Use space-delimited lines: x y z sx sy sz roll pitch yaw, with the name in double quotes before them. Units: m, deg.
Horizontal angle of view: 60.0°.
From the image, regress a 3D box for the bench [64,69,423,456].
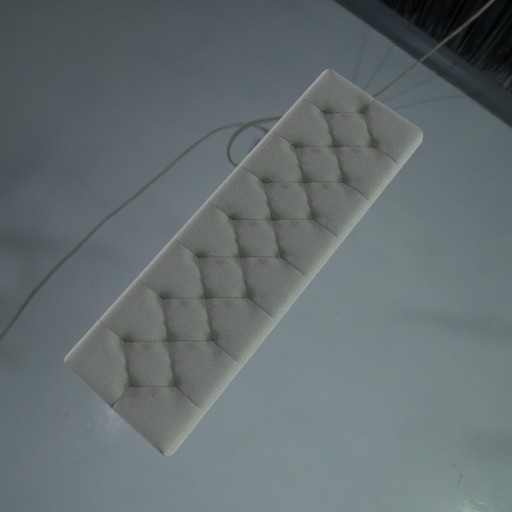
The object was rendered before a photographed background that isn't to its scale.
"bench" 0.000 0.000 1.777 0.479 0.488 1.488 38 78 10
